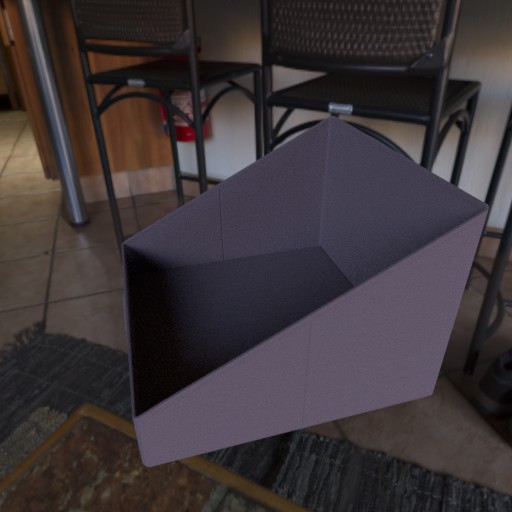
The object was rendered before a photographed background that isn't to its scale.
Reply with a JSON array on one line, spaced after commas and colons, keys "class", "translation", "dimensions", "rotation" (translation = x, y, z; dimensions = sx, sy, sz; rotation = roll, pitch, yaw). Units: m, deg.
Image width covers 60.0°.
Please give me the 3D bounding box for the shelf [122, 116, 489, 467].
[{"class": "shelf", "translation": [0.000, 0.000, 0.478], "dimensions": [0.292, 0.210, 0.292], "rotation": [-9, 33, -14]}]
